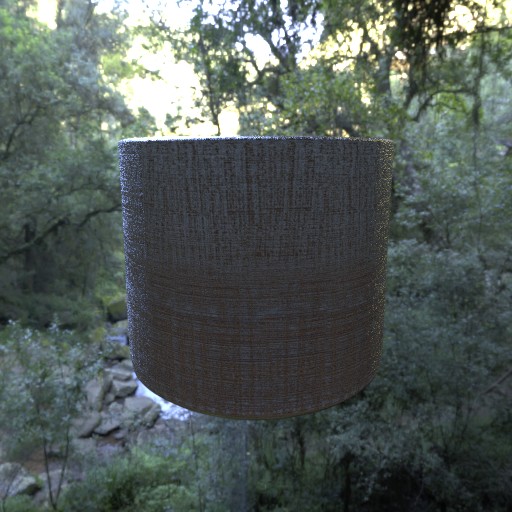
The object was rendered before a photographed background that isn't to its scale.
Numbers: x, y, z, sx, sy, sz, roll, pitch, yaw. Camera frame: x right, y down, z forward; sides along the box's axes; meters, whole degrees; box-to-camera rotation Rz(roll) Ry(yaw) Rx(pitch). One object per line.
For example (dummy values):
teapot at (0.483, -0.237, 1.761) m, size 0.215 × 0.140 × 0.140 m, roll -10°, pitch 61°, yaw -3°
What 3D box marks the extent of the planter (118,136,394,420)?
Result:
planter at (0.000, 0.000, 0.190) m, size 0.109 × 0.096 × 0.109 m, roll 0°, pitch 13°, yaw 0°
